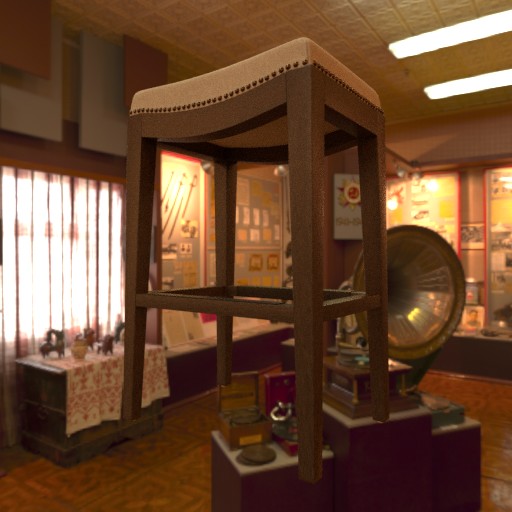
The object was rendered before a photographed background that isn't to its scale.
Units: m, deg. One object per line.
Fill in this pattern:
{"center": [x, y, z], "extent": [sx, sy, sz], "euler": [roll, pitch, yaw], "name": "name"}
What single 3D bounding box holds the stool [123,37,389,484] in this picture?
{"center": [0.000, 0.000, 1.017], "extent": [0.498, 0.759, 0.358], "euler": [0, 0, 36], "name": "stool"}
